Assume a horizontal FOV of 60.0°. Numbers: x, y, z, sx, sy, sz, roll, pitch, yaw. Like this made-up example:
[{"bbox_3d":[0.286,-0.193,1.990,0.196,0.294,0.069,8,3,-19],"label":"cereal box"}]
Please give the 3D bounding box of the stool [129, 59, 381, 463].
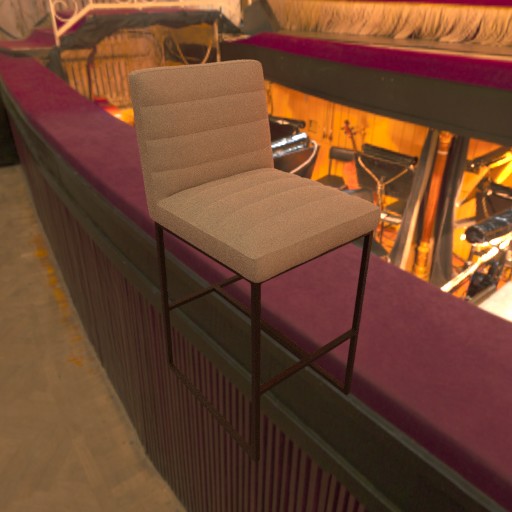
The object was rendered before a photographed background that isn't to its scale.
[{"bbox_3d":[0.000,0.000,1.382,0.464,1.061,0.573,-22,37,-33],"label":"stool"}]
